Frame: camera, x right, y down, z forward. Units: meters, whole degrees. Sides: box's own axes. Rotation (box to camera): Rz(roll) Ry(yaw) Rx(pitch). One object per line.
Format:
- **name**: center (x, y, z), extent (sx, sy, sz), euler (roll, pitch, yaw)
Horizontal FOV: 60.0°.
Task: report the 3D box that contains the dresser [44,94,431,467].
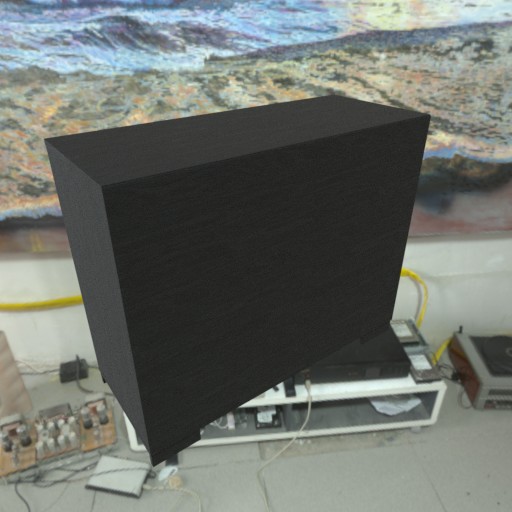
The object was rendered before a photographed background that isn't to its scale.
- **dresser**: center (0.000, 0.000, 1.402), extent (0.994, 0.816, 0.404), euler (-20, 36, -31)
